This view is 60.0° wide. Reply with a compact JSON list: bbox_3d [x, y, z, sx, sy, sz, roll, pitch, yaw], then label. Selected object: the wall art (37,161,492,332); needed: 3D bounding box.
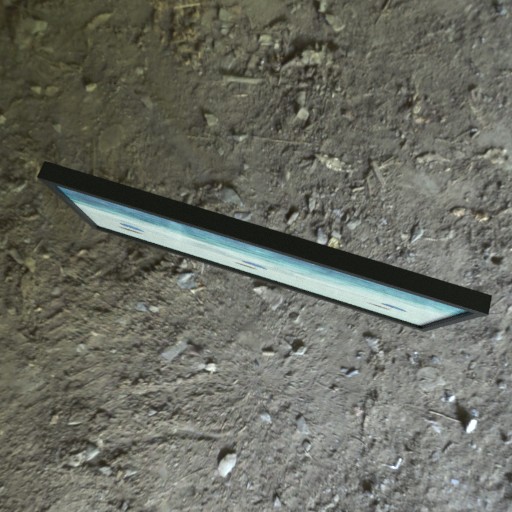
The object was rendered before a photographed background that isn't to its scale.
[{"bbox_3d":[0.000,0.000,0.956,0.860,0.303,0.037,17,75,5],"label":"wall art"}]
